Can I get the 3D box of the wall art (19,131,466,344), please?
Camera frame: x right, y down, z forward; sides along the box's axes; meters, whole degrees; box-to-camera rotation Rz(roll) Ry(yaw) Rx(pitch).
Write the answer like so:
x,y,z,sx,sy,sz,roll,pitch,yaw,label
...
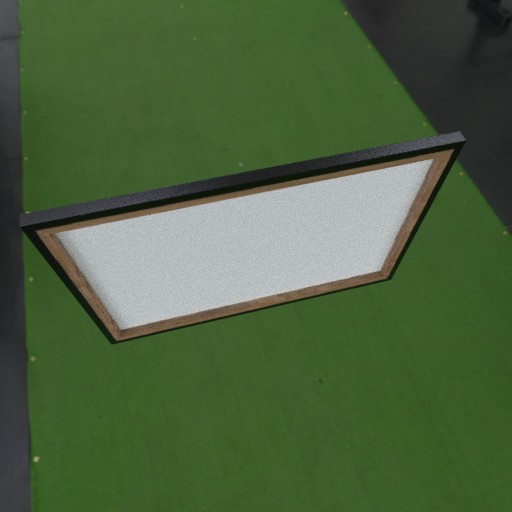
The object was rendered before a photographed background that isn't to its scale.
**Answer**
x,y,z,sx,sy,sz,roll,pitch,yaw,label
0.000,0.000,0.831,0.659,0.446,0.022,-12,59,-7,wall art
